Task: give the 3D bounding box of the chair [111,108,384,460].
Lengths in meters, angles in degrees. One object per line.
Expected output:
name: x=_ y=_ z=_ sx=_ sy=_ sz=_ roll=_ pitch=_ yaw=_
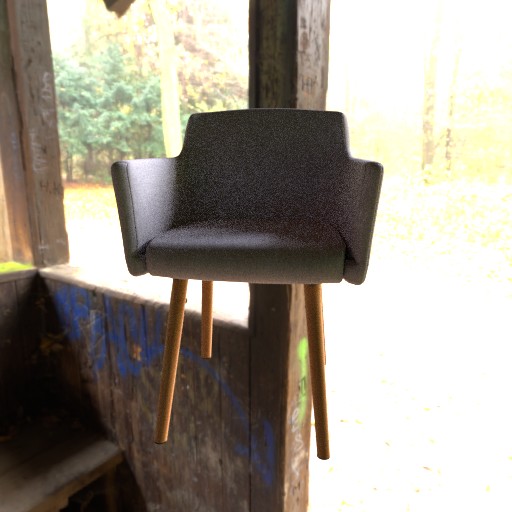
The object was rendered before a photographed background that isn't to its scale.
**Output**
chair: x=0.000 y=0.000 z=1.164 sx=0.570 sy=0.780 sz=0.540 roll=2 pitch=13 yaw=8
